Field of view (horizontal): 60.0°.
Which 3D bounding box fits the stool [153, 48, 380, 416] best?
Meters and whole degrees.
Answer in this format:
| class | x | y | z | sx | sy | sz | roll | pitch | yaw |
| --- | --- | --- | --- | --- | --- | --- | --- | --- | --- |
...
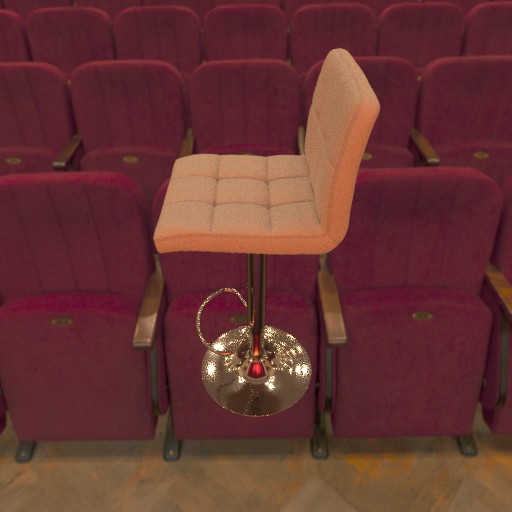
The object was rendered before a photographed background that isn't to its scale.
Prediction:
| class | x | y | z | sx | sy | sz | roll | pitch | yaw |
| --- | --- | --- | --- | --- | --- | --- | --- | --- | --- |
| stool | 0.000 | 0.000 | 1.368 | 0.505 | 1.115 | 0.430 | 0 | 39 | 0 |
